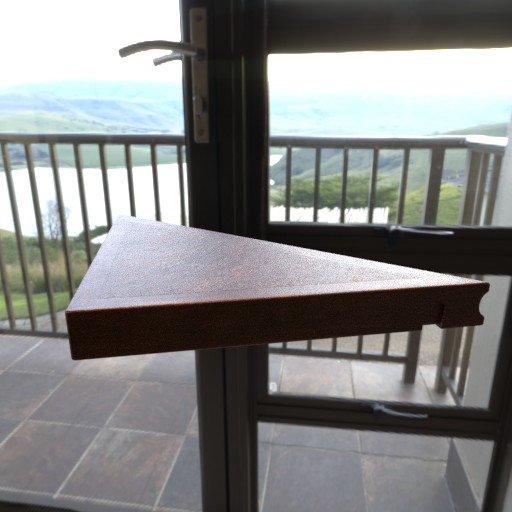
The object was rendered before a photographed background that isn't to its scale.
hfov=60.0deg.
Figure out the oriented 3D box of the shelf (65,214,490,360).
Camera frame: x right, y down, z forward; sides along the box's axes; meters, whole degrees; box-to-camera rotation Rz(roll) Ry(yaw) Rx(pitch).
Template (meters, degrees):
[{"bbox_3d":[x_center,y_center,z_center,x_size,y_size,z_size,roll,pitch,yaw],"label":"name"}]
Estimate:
[{"bbox_3d":[0.000,0.000,0.444,0.296,0.035,0.296,-3,18,-10],"label":"shelf"}]
